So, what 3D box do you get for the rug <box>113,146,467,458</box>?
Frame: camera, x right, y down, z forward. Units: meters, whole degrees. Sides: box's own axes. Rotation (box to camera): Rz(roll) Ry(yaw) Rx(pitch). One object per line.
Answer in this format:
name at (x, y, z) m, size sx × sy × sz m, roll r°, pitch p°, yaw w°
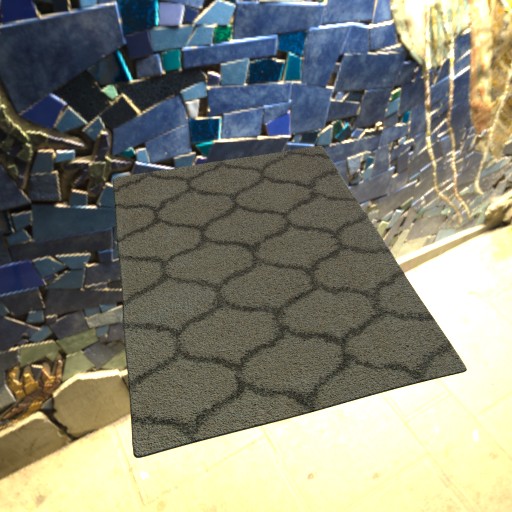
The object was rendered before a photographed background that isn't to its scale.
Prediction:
rug at (0.000, 0.000, 3.991) m, size 2.399 × 0.026 × 3.000 m, roll -11°, pitch 48°, yaw -10°
